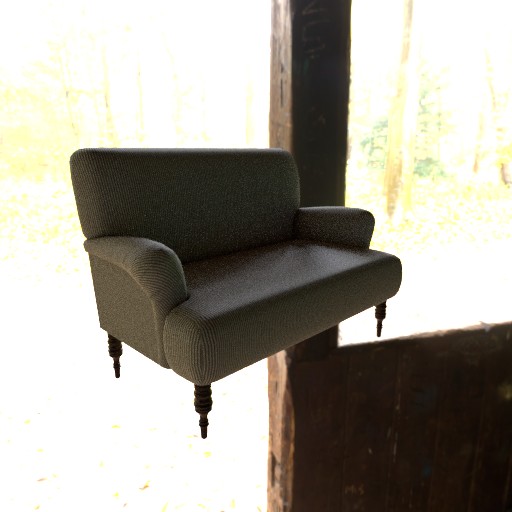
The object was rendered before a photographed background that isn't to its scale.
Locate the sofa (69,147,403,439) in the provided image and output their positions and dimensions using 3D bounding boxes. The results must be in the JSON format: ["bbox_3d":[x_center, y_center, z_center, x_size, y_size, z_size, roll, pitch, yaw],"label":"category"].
[{"bbox_3d":[0.000,0.000,1.867,0.779,0.889,1.297,13,18,43],"label":"sofa"}]
